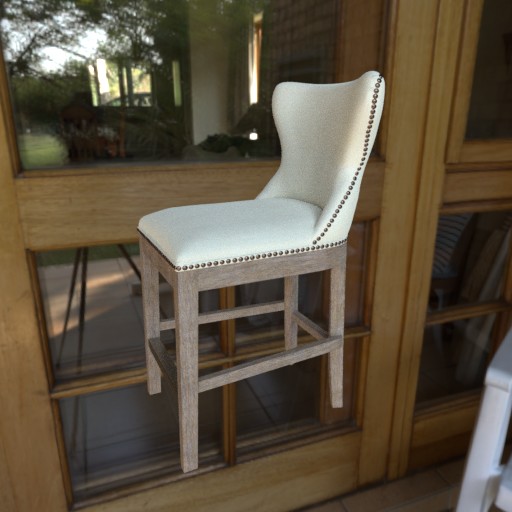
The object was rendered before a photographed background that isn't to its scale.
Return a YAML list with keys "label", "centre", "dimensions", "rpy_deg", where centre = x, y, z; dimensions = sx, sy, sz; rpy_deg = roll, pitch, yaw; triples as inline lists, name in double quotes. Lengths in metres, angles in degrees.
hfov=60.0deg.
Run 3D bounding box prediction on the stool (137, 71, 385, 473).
- label: "stool"
  centre: [0.000, 0.000, 1.291]
  dimensions: [0.608, 0.981, 0.498]
  rpy_deg: [-8, 19, -25]
